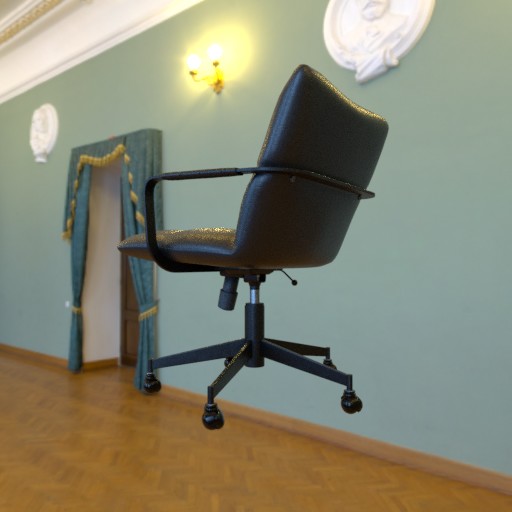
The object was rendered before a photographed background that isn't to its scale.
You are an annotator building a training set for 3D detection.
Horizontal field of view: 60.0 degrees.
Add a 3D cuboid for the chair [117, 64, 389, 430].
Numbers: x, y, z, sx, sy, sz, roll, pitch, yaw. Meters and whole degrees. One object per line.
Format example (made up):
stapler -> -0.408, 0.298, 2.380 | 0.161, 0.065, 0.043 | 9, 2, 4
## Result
chair -> 0.000, 0.000, 1.488 | 0.748, 0.922, 0.719 | -1, -1, 37
